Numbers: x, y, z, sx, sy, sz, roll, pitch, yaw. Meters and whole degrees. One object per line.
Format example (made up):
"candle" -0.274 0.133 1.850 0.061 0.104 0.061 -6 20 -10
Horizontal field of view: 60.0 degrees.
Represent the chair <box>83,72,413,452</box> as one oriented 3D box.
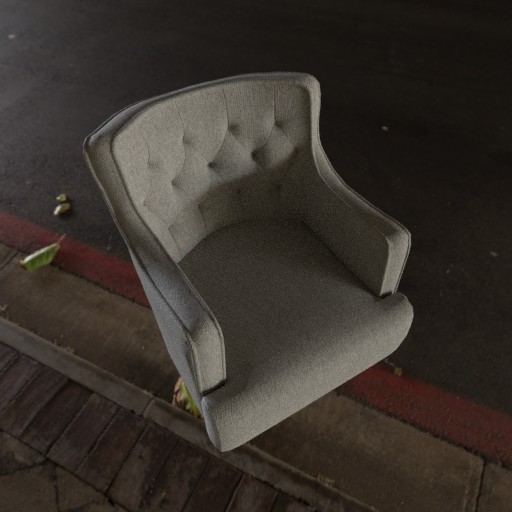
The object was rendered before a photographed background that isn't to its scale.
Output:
"chair" 0.000 0.000 1.541 0.820 0.920 0.910 -24 52 -21
